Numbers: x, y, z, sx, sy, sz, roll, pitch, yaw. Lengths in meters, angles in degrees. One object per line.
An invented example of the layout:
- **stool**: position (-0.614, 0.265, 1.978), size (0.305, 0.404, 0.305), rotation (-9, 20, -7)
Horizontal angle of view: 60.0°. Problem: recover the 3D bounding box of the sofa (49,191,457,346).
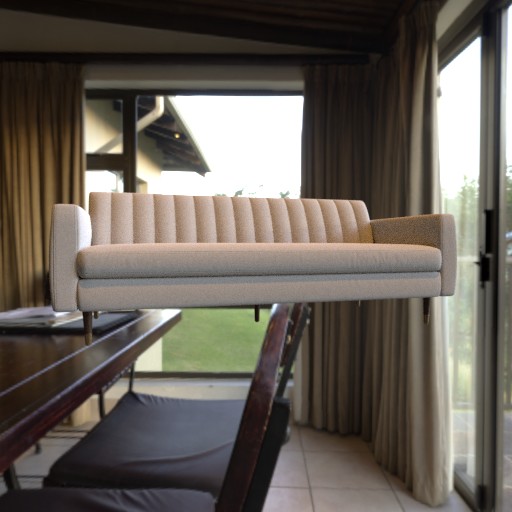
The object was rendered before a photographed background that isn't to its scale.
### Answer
- **sofa**: position (0.000, 0.000, 2.761), size (2.291, 0.821, 0.990), rotation (0, 1, -17)
